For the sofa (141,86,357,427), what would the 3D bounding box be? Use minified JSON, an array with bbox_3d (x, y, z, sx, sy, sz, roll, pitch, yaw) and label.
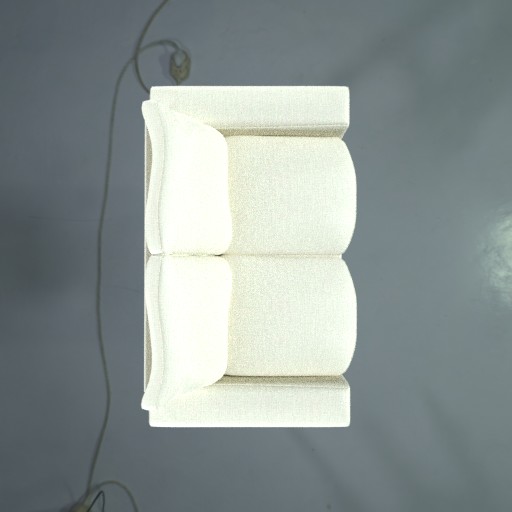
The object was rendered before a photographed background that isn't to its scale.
[{"bbox_3d":[0.000,0.000,2.367,1.091,0.875,1.754,0,89,0],"label":"sofa"}]
